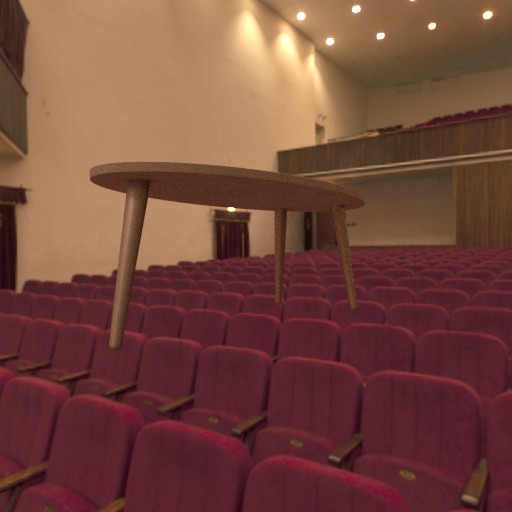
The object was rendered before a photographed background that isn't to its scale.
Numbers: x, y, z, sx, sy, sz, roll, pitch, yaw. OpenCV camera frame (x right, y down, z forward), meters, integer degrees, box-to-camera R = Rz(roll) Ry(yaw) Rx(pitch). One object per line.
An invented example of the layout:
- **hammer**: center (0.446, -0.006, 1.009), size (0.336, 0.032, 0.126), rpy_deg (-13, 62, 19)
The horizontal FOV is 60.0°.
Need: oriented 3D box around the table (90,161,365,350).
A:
- **table**: center (0.000, 0.000, 1.354), size (0.542, 0.390, 1.083), rpy_deg (1, 1, 36)
